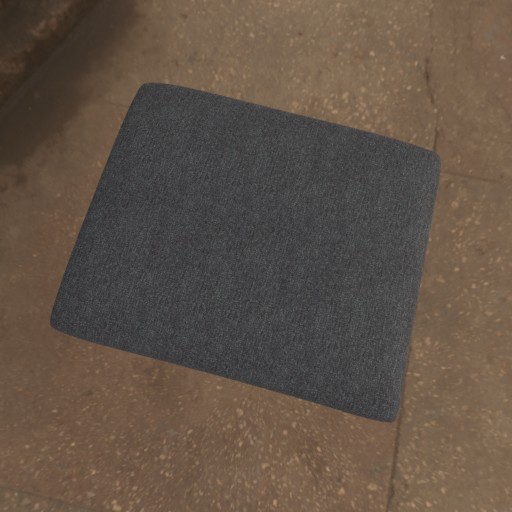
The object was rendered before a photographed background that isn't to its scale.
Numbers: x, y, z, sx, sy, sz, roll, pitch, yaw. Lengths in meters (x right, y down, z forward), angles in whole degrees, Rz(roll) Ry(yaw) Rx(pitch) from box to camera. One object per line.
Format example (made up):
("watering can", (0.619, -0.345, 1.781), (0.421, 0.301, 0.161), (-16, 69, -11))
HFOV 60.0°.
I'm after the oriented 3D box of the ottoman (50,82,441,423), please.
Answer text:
("ottoman", (0.000, 0.000, 1.272), (0.831, 0.533, 0.695), (15, 76, 4))
